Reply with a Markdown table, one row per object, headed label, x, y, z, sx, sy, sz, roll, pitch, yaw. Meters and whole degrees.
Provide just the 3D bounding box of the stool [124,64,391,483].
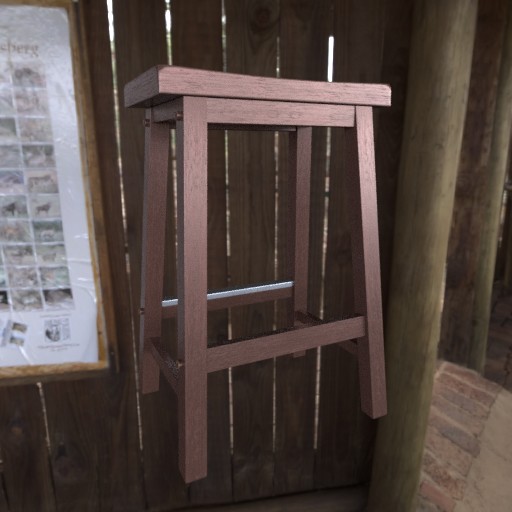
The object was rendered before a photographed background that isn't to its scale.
| label | x | y | z | sx | sy | sz | roll | pitch | yaw |
| --- | --- | --- | --- | --- | --- | --- | --- | --- | --- |
| stool | 0.000 | 0.000 | 0.838 | 0.406 | 0.610 | 0.322 | -7 | 15 | -26 |
